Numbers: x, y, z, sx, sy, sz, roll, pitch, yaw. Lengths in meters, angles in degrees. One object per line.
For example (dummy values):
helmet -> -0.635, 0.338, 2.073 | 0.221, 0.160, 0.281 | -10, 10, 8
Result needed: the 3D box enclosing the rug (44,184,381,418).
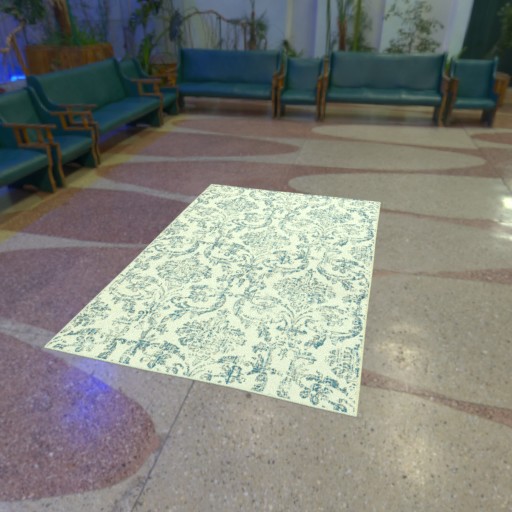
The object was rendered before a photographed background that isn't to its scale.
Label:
rug -> 0.000, 0.000, 3.531 | 1.819, 0.018, 2.746 | 8, 31, 14
